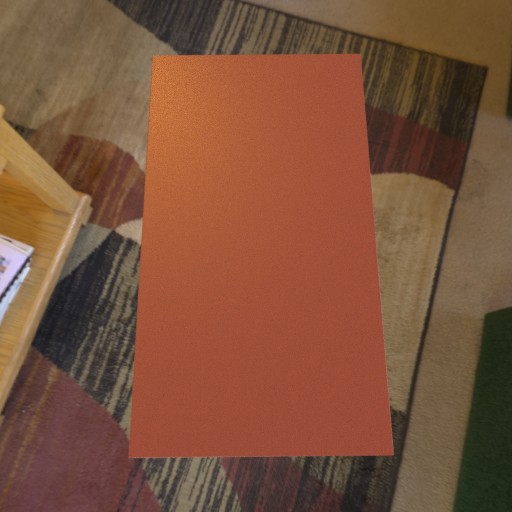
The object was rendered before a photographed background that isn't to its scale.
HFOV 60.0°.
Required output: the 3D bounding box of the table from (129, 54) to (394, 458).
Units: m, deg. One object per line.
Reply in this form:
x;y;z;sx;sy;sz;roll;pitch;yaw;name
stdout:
0.000;0.000;1.375;0.612;0.493;1.068;-1;75;0;table
